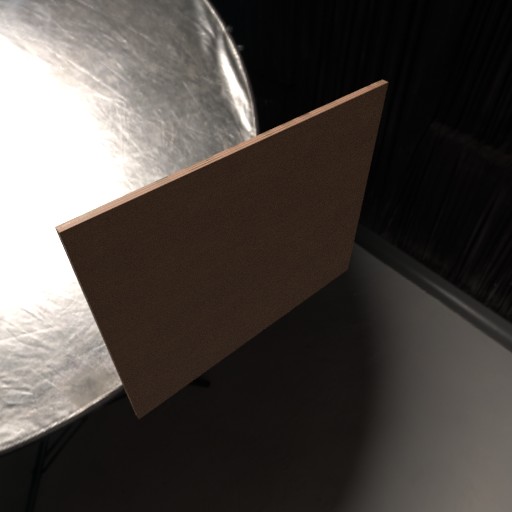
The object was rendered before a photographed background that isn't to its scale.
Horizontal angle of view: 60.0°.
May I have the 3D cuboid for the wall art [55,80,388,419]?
[{"bbox_3d":[0.000,0.000,0.690,0.508,0.408,0.012,-31,53,-27],"label":"wall art"}]
